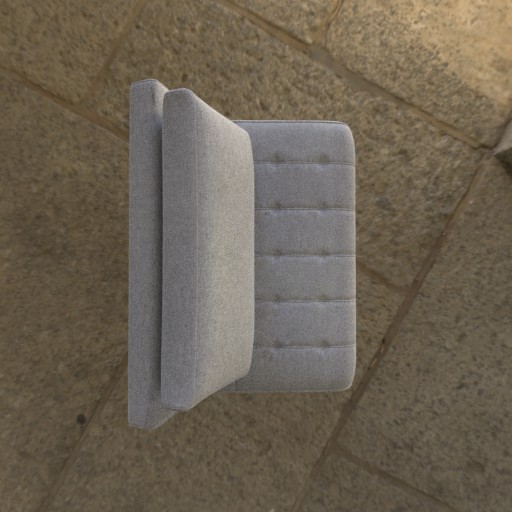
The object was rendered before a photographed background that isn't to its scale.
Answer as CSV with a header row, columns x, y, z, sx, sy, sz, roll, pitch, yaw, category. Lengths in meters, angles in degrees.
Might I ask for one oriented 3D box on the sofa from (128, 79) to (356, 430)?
x,y,z,sx,sy,sz,roll,pitch,yaw,category
0.000,0.000,1.888,0.910,0.910,1.220,0,89,-1,sofa
